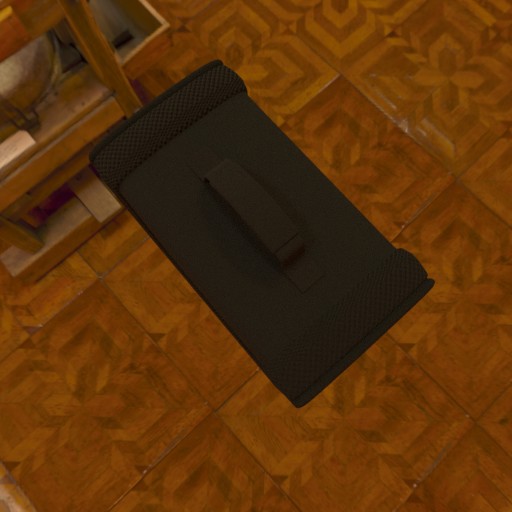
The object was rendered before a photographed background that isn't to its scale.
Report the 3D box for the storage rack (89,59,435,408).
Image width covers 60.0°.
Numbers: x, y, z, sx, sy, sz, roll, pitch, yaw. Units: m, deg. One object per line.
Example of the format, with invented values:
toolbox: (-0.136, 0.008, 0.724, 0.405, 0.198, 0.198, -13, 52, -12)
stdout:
storage rack: (0.000, 0.000, 0.544, 0.168, 0.387, 0.297, -40, 80, -9)
